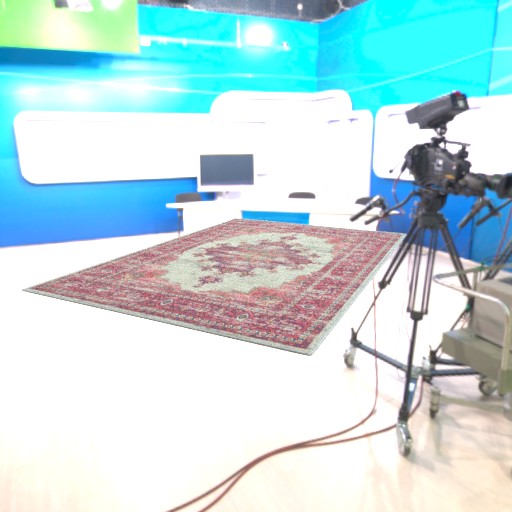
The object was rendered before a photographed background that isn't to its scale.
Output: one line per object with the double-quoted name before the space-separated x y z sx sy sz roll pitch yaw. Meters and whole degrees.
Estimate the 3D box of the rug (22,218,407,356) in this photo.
"rug" 0.000 0.000 2.873 1.555 0.011 2.232 7 17 25
